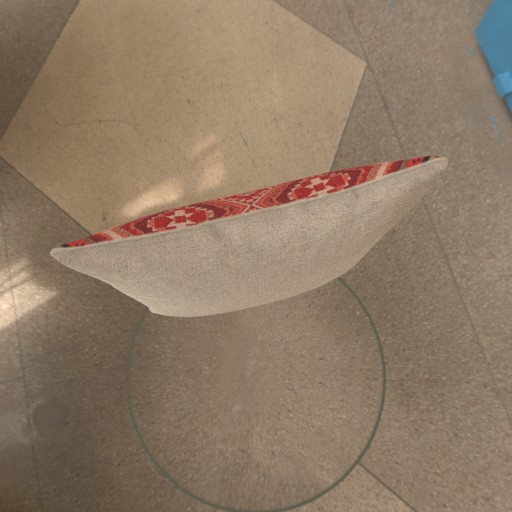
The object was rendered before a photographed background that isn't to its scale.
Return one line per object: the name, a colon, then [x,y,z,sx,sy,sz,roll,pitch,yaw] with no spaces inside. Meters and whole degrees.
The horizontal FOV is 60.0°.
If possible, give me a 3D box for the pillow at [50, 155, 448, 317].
pillow: [0.000,0.000,0.798,0.513,0.511,0.158,-14,76,-4]
